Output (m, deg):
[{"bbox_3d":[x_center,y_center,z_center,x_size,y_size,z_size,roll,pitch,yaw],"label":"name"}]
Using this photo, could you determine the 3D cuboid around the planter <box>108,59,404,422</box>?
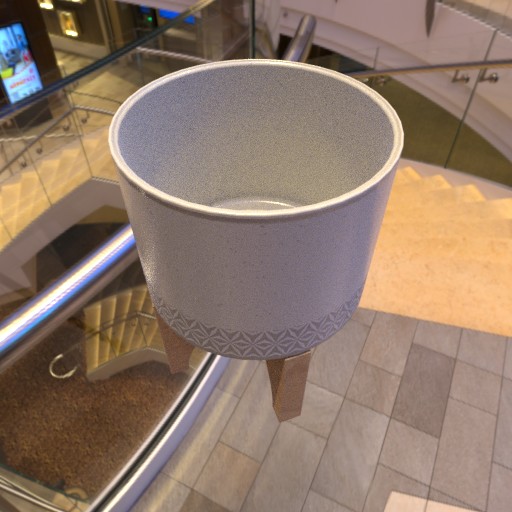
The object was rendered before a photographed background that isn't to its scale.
[{"bbox_3d":[0.000,0.000,0.263,0.130,0.178,0.130,0,47,0],"label":"planter"}]
